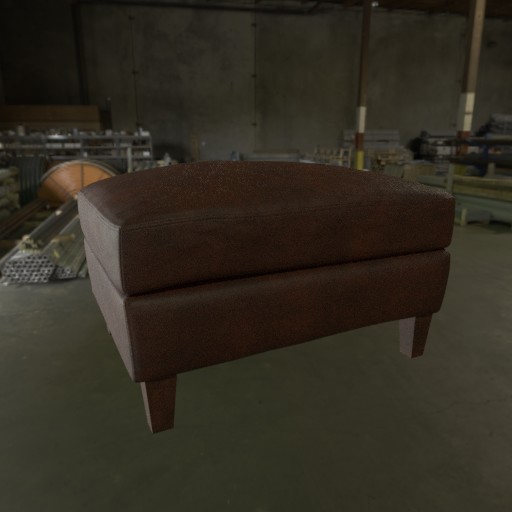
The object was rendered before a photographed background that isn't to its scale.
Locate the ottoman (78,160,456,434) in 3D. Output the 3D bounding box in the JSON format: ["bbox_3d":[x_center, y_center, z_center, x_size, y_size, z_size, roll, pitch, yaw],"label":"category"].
[{"bbox_3d":[0.000,0.000,1.254,0.887,0.527,0.659,-7,17,-26],"label":"ottoman"}]
